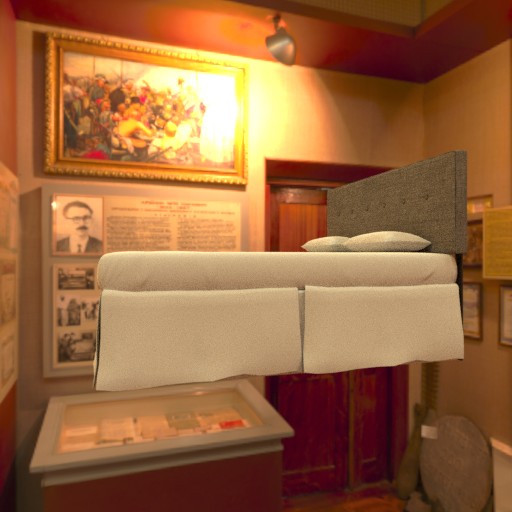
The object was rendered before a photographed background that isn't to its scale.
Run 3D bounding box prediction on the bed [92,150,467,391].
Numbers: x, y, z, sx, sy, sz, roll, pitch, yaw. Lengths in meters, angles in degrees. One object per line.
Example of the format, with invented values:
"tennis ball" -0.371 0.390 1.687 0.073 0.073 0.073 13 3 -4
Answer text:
"bed" 0.000 0.000 2.910 1.958 1.168 1.621 0 0 -17
